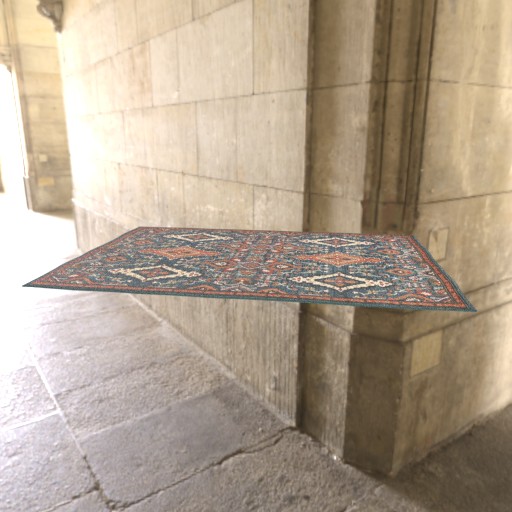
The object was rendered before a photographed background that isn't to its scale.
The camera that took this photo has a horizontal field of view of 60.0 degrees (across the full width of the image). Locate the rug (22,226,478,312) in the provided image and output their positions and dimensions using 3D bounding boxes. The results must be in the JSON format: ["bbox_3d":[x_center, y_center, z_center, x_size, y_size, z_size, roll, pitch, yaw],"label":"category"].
[{"bbox_3d":[0.000,0.000,3.009,2.373,0.009,1.622,2,16,8],"label":"rug"}]
